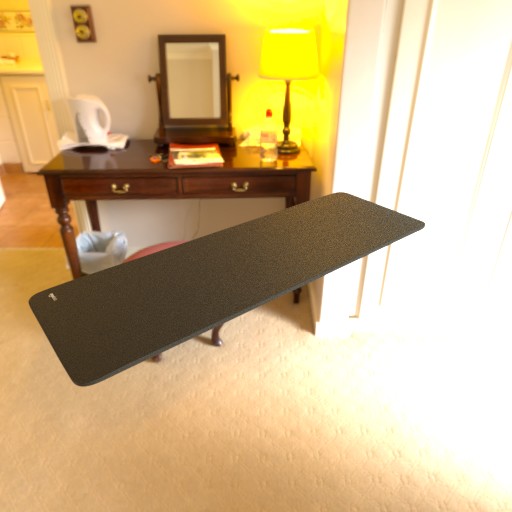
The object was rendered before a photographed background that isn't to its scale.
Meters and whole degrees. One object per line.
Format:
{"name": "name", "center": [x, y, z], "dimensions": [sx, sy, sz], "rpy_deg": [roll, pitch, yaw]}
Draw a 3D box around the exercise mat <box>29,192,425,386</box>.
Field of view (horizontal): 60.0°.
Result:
{"name": "exercise mat", "center": [0.000, 0.000, 2.056], "dimensions": [1.869, 0.021, 0.616], "rpy_deg": [-21, 36, -33]}
